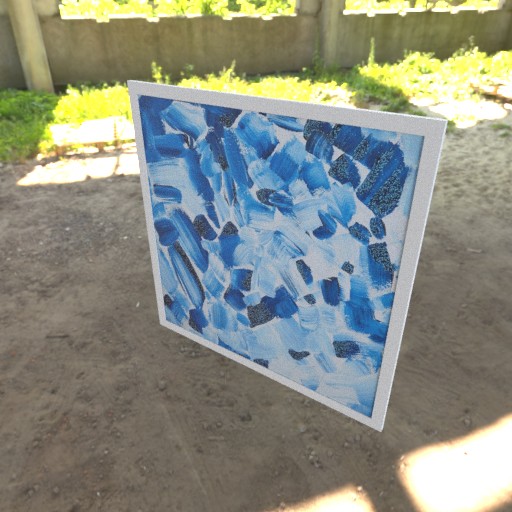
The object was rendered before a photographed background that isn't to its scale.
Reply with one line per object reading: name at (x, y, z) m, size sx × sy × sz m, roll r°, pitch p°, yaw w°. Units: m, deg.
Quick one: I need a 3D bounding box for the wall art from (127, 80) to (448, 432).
wall art at (0.000, 0.000, 1.180) m, size 0.812 × 0.812 × 0.015 m, roll 19°, pitch 35°, yaw 29°
